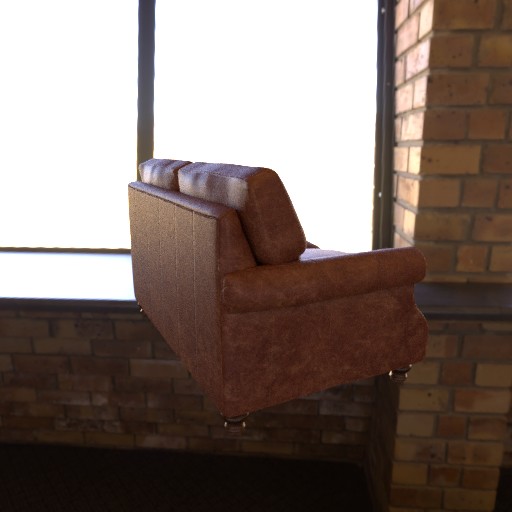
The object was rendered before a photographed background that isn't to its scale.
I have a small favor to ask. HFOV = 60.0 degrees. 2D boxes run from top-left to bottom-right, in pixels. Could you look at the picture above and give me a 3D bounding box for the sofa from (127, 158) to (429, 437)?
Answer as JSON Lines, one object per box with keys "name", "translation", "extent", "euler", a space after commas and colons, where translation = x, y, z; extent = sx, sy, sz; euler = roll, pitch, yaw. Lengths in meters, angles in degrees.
{"name": "sofa", "translation": [0.000, 0.000, 2.274], "extent": [0.990, 0.967, 1.616], "euler": [-7, 15, -26]}
